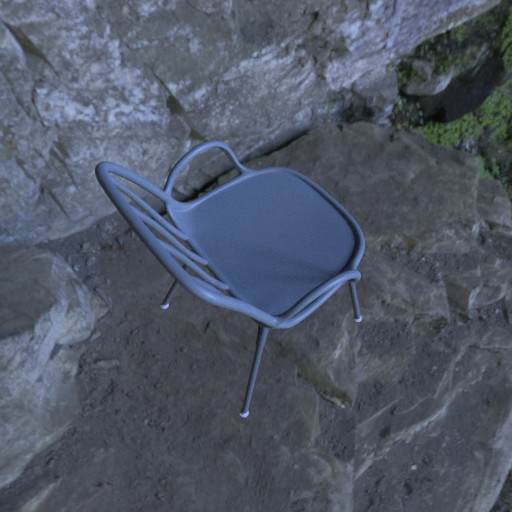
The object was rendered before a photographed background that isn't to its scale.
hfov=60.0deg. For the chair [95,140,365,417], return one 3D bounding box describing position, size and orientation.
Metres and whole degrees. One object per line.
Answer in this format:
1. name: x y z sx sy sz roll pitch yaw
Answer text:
1. chair: 0.000 0.000 1.255 0.597 0.816 0.549 -33 63 -19
